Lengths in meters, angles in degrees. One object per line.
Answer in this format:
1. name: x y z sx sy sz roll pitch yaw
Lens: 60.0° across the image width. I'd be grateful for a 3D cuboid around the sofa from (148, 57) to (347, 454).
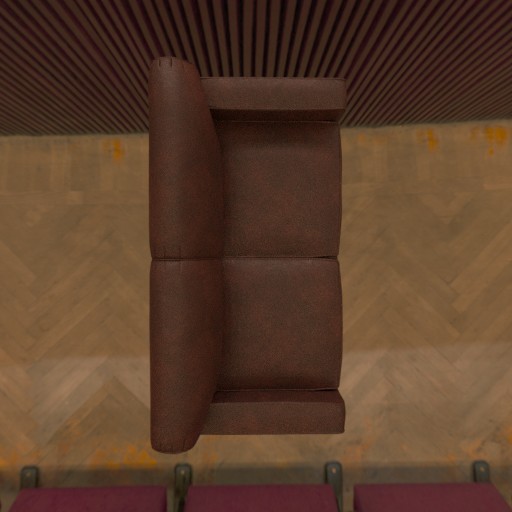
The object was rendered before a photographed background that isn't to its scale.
1. sofa: 0.000 0.000 2.429 1.000 0.966 1.856 0 91 -1
